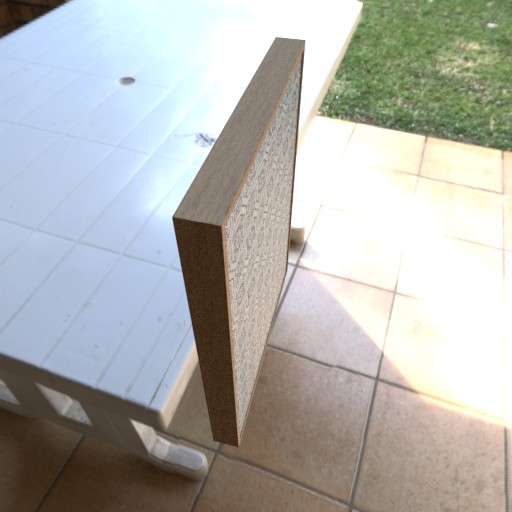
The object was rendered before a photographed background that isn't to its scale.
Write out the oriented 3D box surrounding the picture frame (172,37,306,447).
[{"bbox_3d":[0.000,0.000,0.721,0.046,0.526,0.421,11,48,10],"label":"picture frame"}]
